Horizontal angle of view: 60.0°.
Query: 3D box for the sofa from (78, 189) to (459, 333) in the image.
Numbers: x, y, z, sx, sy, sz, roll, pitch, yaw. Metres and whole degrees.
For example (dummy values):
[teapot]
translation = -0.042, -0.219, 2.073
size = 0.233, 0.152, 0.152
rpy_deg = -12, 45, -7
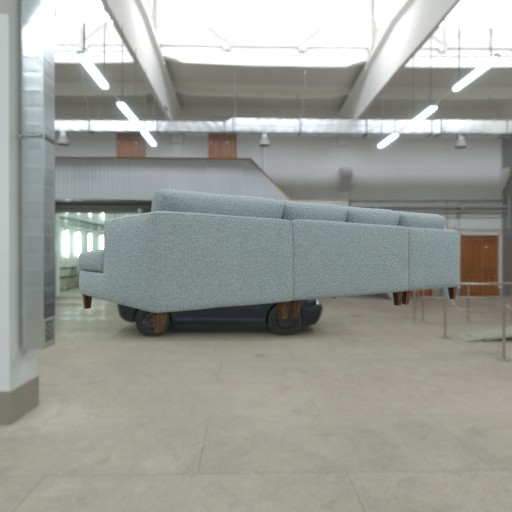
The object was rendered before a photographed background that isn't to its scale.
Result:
[sofa]
translation = 0.000, 0.000, 4.558
size = 3.403, 0.889, 2.551
rpy_deg = 0, 0, -37
